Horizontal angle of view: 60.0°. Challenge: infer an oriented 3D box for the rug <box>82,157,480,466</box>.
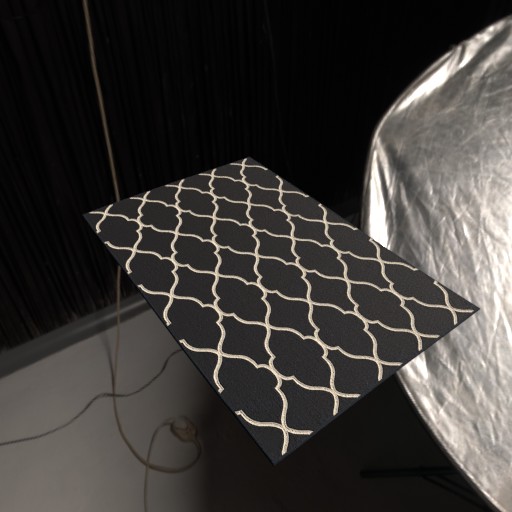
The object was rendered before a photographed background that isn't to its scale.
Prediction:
[{"bbox_3d":[0.000,0.000,2.910,1.528,0.014,2.294,-26,46,-27],"label":"rug"}]
